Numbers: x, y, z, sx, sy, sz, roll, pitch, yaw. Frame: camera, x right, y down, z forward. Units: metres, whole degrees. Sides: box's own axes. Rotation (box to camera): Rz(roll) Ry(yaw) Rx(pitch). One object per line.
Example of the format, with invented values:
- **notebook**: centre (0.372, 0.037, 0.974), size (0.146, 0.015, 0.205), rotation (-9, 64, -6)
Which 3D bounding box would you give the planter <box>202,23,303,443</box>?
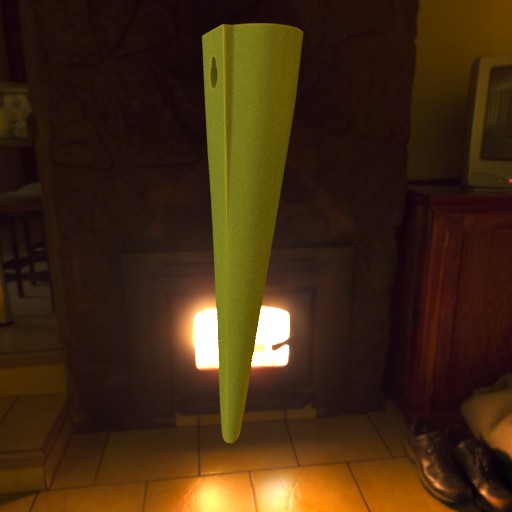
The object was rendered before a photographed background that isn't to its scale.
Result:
- **planter**: centre (0.000, 0.000, 0.292), size (0.055, 0.268, 0.054), rotation (-7, 16, -26)
